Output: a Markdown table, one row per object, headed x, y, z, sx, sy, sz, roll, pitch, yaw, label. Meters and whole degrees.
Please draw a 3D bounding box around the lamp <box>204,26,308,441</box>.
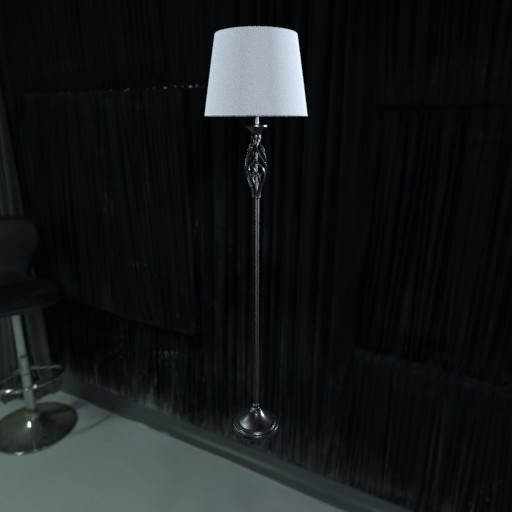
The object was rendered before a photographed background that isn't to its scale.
| x | y | z | sx | sy | sz | roll | pitch | yaw | label |
| --- | --- | --- | --- | --- | --- | --- | --- | --- | --- |
| 0.000 | 0.000 | 1.792 | 0.379 | 1.623 | 0.379 | 0 | 17 | 0 | lamp |
